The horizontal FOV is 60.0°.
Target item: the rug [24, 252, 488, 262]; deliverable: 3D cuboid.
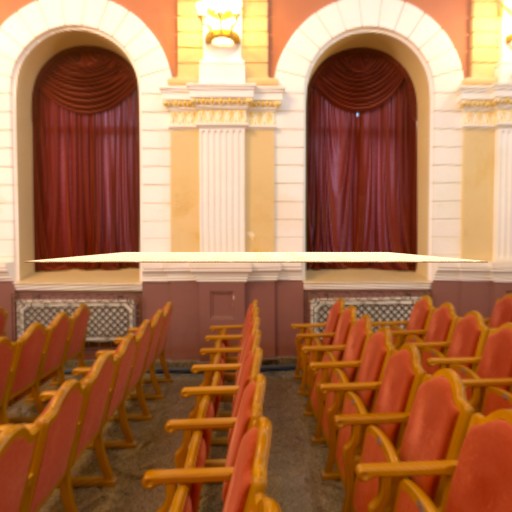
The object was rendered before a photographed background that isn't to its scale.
[{"bbox_3d":[0.000,0.000,4.405,3.353,0.010,2.438,0,2,0],"label":"rug"}]
